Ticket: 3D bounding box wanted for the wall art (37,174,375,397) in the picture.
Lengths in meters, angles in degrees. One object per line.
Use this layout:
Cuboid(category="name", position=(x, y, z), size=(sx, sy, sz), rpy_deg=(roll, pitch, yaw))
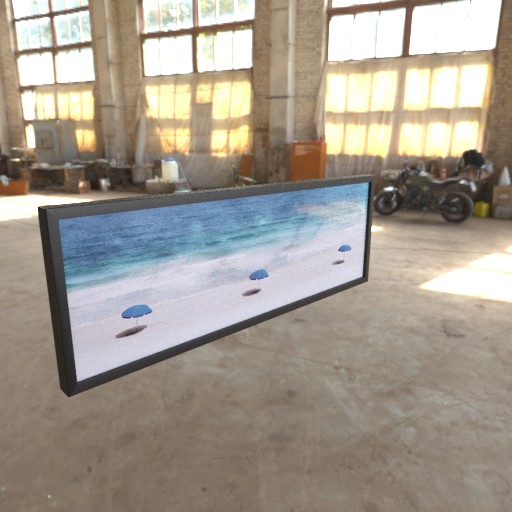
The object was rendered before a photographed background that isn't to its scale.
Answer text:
Cuboid(category="wall art", position=(0.000, 0.000, 0.968), size=(0.860, 0.303, 0.037), rpy_deg=(-14, 20, -42))
